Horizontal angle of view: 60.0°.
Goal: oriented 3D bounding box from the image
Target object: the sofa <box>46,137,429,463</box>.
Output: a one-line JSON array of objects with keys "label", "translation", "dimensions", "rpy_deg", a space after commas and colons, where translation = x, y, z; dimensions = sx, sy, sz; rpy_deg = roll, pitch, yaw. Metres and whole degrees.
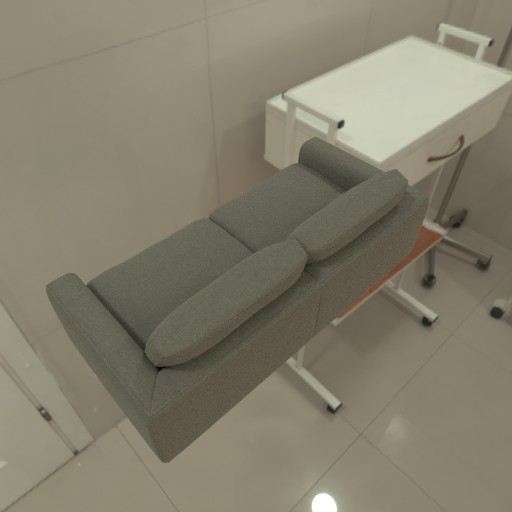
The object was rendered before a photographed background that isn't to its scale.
[{"label": "sofa", "translation": [0.000, 0.000, 2.799], "dimensions": [2.262, 0.801, 1.070], "rpy_deg": [-34, 55, -28]}]
